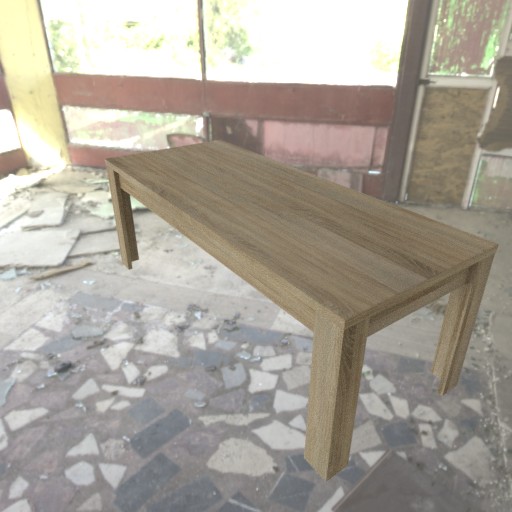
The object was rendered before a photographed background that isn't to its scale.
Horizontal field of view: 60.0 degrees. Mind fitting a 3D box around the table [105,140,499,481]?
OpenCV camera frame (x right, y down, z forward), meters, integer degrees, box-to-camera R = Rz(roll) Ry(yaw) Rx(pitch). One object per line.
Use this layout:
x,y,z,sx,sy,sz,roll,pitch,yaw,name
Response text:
0.000,0.000,2.581,0.900,0.790,2.200,-19,33,-31,table
